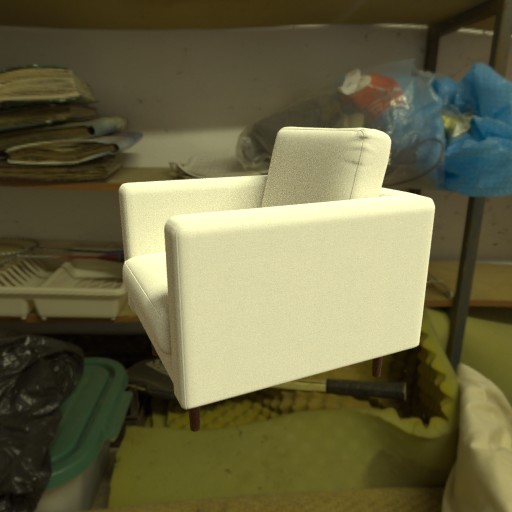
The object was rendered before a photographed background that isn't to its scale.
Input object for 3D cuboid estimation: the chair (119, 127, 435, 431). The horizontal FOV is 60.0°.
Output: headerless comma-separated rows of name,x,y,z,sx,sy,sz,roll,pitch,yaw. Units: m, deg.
chair,0.000,0.000,1.615,0.879,0.899,0.831,-8,18,-24
